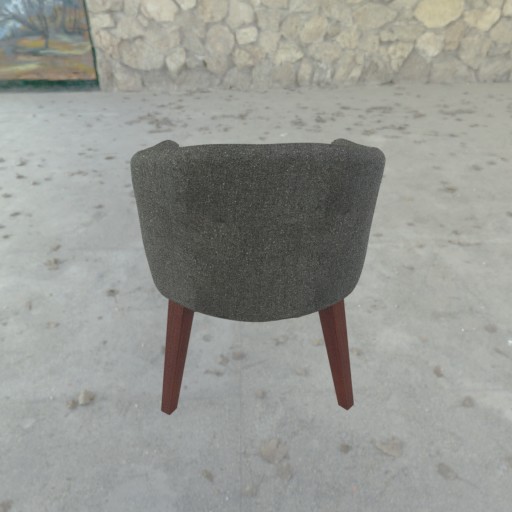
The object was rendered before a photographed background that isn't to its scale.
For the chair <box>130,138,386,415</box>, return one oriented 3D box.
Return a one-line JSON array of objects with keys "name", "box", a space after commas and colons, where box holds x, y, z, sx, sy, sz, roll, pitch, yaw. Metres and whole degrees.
[{"name": "chair", "box": [0.000, 0.000, 1.236, 0.583, 0.811, 0.655, -1, 31, -1]}]
